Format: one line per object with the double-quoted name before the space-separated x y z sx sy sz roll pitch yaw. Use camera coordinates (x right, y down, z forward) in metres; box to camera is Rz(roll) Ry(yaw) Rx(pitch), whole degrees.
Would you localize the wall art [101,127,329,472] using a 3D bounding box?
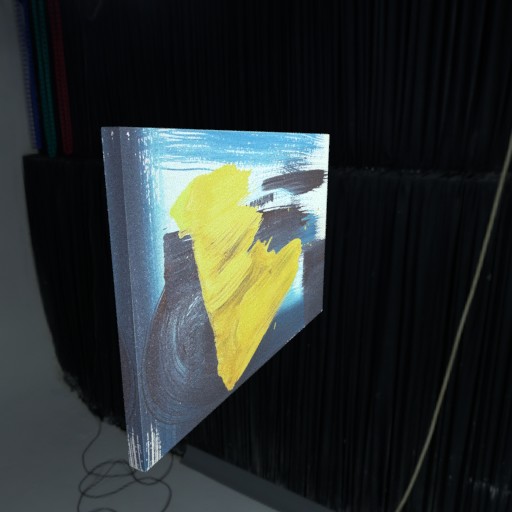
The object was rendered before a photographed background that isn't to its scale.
"wall art" 0.000 0.000 1.132 0.039 0.610 0.914 8 17 28
